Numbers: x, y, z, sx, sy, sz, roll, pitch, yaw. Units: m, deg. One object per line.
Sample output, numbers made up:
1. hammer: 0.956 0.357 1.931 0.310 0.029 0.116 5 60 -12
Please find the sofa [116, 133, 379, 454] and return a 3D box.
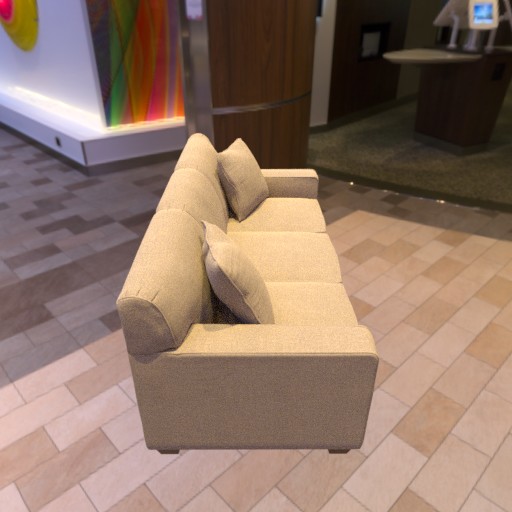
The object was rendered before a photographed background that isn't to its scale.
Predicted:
1. sofa: 0.000 0.000 2.598 0.997 0.958 2.024 0 31 0
